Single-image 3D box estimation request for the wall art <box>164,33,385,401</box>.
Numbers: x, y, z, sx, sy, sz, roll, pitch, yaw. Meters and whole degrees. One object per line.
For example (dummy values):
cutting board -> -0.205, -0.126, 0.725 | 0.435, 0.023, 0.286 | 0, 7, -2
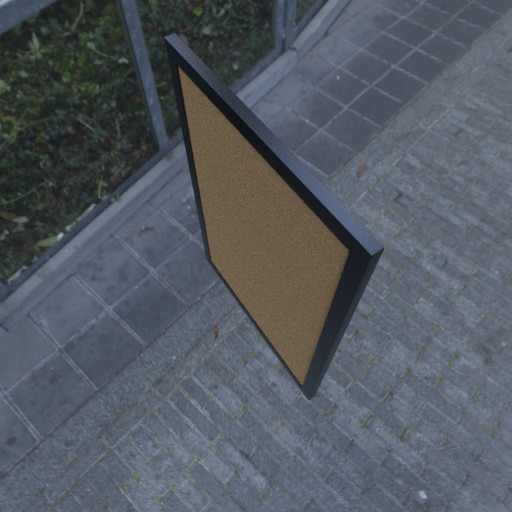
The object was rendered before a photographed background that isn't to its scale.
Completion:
wall art -> 0.000, 0.000, 0.849 | 0.019, 0.656, 0.462 | -30, 64, -17
